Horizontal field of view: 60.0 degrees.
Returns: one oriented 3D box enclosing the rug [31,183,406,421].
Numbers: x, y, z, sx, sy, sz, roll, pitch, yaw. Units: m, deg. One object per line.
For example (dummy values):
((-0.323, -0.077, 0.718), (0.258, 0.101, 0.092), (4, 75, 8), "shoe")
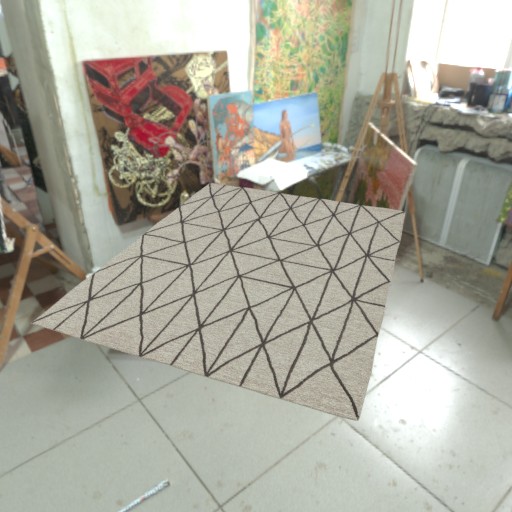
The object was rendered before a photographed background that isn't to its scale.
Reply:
((0.000, 0.000, 4.157), (2.468, 0.022, 3.061), (11, 33, 18), "rug")
